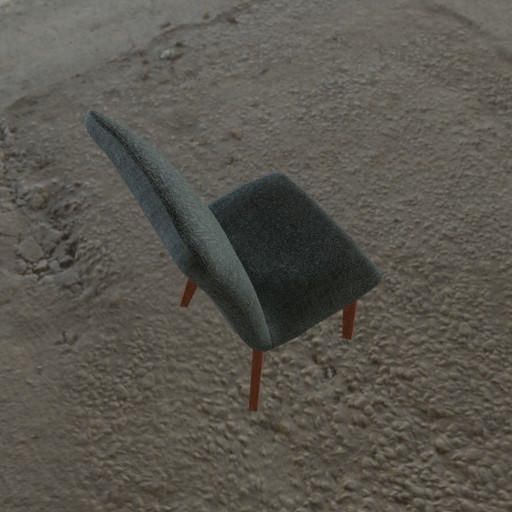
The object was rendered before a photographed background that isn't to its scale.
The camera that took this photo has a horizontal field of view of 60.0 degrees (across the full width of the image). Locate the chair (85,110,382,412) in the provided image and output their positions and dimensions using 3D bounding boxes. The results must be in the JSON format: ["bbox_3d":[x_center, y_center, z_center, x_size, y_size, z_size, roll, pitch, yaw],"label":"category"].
[{"bbox_3d":[0.000,0.000,1.261,0.563,0.974,0.522,-30,62,-18],"label":"chair"}]
